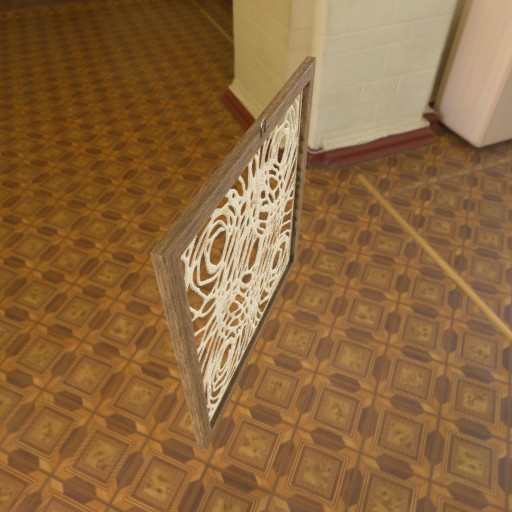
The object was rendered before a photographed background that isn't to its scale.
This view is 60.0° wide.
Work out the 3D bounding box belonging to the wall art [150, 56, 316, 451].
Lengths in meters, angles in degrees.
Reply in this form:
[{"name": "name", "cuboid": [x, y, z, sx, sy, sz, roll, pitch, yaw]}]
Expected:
[{"name": "wall art", "cuboid": [0.000, 0.000, 0.853, 0.021, 0.576, 0.561, 16, 48, 15]}]
